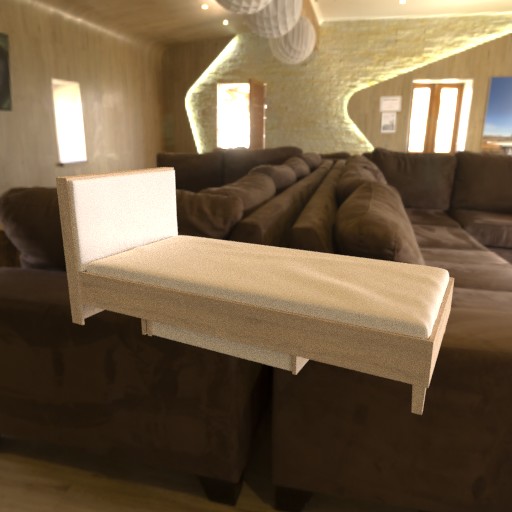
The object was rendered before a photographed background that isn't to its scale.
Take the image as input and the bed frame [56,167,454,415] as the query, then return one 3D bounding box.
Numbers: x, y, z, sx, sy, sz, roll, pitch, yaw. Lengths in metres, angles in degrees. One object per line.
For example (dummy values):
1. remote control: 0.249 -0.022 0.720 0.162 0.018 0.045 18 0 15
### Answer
1. bed frame: 0.000 0.000 2.662 2.140 0.920 0.990 8 17 27
